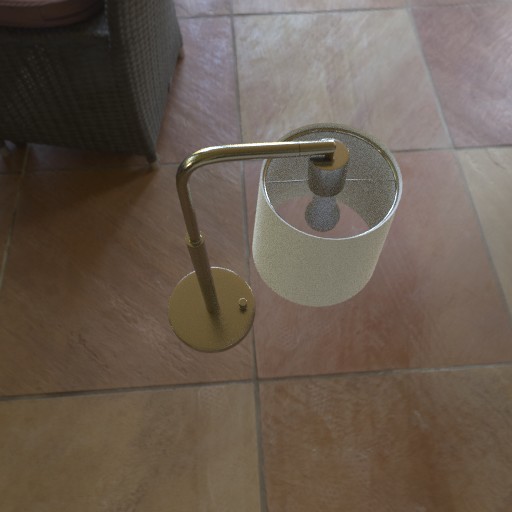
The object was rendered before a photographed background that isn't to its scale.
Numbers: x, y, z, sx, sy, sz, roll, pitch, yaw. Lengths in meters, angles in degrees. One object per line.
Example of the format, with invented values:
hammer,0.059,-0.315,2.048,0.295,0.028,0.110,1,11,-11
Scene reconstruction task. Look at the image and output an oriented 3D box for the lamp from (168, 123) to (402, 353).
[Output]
lamp,0.000,0.000,0.634,0.333,0.489,0.171,-1,64,0
